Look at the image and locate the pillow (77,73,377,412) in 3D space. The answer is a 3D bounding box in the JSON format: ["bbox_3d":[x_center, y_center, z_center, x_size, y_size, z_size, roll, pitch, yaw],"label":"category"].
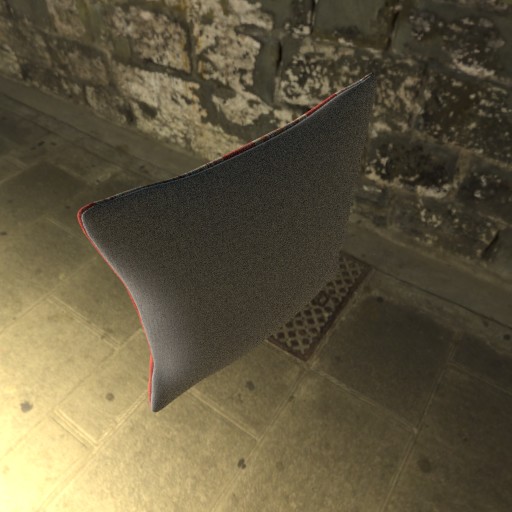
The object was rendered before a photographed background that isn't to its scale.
[{"bbox_3d":[0.000,0.000,0.646,0.437,0.419,0.136,-33,55,-27],"label":"pillow"}]
